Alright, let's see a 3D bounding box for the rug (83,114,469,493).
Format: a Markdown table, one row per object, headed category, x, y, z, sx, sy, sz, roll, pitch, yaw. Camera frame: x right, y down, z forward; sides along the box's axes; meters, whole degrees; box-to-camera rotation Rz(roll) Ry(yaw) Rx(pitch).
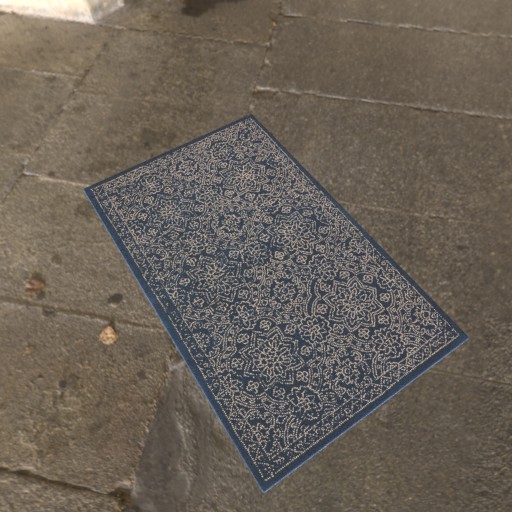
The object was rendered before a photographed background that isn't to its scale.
| category | x | y | z | sx | sy | sz | roll | pitch | yaw |
| --- | --- | --- | --- | --- | --- | --- | --- | --- | --- |
| rug | 0.000 | 0.000 | 3.038 | 1.526 | 0.015 | 2.441 | -29 | 62 | -17 |
